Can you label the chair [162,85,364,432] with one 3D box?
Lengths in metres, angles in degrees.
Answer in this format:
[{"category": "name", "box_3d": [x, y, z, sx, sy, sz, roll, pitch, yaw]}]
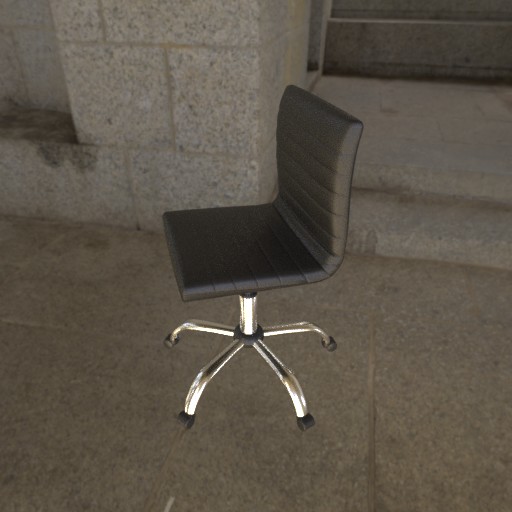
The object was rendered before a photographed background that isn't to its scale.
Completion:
[{"category": "chair", "box_3d": [0.000, 0.000, 1.163, 0.530, 0.780, 0.556, -9, 32, -14]}]
